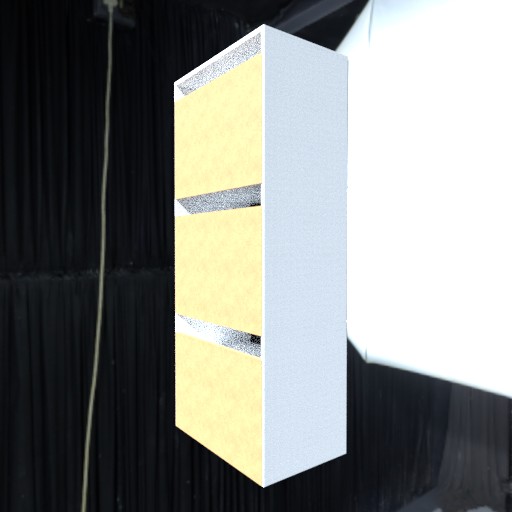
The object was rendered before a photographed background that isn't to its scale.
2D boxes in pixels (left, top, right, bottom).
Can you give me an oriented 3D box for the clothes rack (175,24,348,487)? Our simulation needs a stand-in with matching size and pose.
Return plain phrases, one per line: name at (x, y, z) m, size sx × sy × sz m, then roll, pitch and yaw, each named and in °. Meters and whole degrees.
clothes rack at (0.000, 0.000, 1.433) m, size 0.330 × 1.187 × 0.500 m, roll -1°, pitch 1°, yaw -37°
